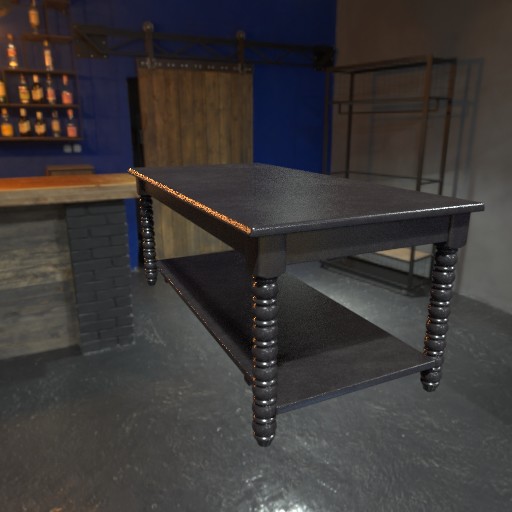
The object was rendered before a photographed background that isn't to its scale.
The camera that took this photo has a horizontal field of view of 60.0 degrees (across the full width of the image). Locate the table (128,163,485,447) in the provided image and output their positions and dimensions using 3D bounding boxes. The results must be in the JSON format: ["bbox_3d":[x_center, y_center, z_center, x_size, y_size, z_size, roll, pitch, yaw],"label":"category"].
[{"bbox_3d":[0.000,0.000,1.434,0.580,0.487,1.171,-8,18,-24],"label":"table"}]
